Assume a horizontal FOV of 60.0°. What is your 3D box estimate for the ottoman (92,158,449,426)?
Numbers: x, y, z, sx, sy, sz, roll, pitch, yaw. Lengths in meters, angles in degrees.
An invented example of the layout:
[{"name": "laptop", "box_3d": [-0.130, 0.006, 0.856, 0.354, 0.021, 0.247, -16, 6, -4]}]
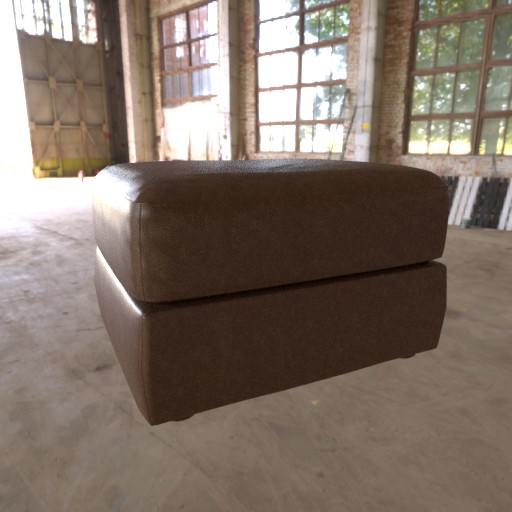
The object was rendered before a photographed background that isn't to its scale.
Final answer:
[{"name": "ottoman", "box_3d": [0.000, 0.000, 1.134, 0.751, 0.476, 0.603, -7, 16, -25]}]
